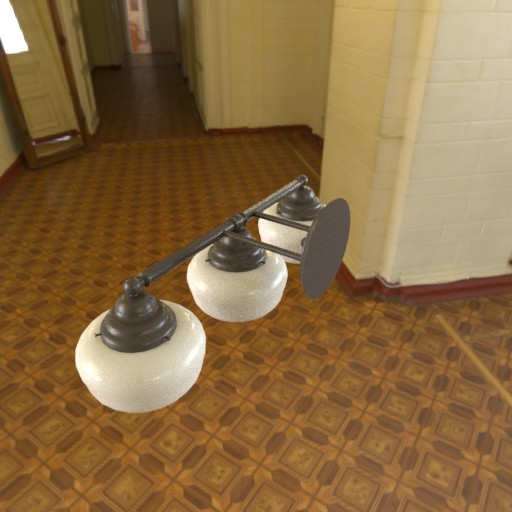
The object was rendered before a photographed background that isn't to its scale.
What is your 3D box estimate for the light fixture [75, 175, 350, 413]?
[{"bbox_3d":[0.000,0.000,0.689,0.239,0.242,0.587,19,35,29],"label":"light fixture"}]
